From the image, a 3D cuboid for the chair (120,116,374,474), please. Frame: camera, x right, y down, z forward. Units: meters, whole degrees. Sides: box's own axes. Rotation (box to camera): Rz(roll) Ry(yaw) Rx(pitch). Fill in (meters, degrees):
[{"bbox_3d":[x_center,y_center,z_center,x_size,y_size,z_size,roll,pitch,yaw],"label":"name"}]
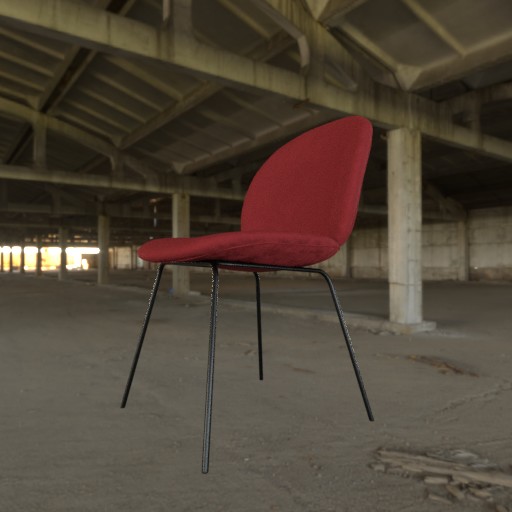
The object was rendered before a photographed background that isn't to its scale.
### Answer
[{"bbox_3d":[0.000,0.000,1.140,0.587,0.791,0.458,0,-1,-36],"label":"chair"}]
